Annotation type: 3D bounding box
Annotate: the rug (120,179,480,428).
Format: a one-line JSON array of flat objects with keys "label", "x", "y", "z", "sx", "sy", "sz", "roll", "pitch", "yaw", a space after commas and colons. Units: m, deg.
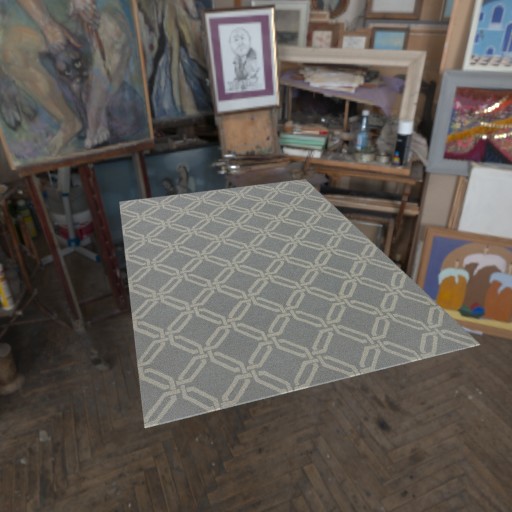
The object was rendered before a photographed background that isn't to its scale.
[{"label": "rug", "x": 0.000, "y": 0.000, "z": 4.335, "sx": 2.438, "sy": 0.013, "sz": 3.353, "roll": -9, "pitch": 33, "yaw": -15}]
